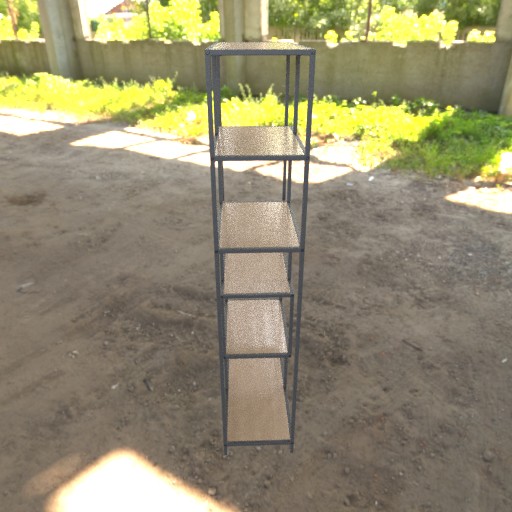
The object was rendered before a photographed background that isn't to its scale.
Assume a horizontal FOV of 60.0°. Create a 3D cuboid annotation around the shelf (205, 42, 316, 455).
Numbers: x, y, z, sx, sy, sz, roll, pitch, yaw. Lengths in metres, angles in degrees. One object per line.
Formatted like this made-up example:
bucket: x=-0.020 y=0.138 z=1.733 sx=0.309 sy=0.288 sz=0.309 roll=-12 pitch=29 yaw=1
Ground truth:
shelf: x=0.000 y=0.000 z=2.153 sx=0.350 sy=1.850 sz=0.770 roll=-1 pitch=27 yaw=-2
